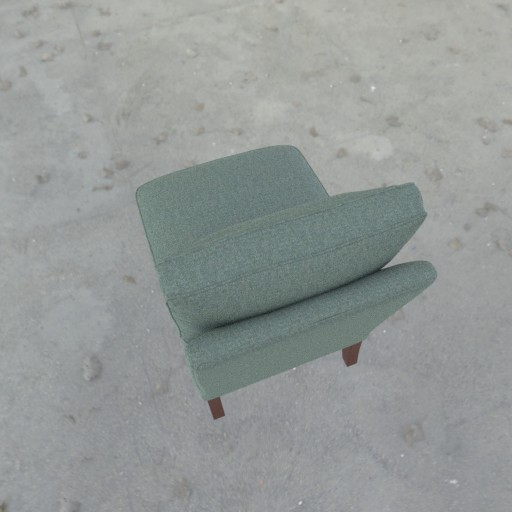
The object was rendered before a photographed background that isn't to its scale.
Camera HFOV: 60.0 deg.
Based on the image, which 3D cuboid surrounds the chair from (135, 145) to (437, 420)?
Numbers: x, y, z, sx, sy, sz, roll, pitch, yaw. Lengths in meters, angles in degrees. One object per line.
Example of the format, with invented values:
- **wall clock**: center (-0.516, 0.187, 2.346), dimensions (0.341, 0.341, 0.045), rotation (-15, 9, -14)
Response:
- **chair**: center (0.000, 0.000, 1.411), dimensions (0.624, 0.901, 0.796), rotation (-18, 59, -11)
